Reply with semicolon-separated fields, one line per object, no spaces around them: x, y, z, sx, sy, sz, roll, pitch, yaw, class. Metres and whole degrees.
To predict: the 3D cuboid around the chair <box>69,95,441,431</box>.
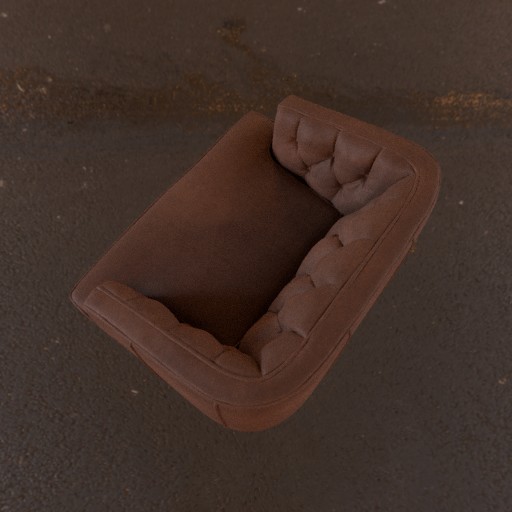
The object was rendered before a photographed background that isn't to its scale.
0.000;0.000;1.687;0.914;0.787;1.118;34;69;15;chair
